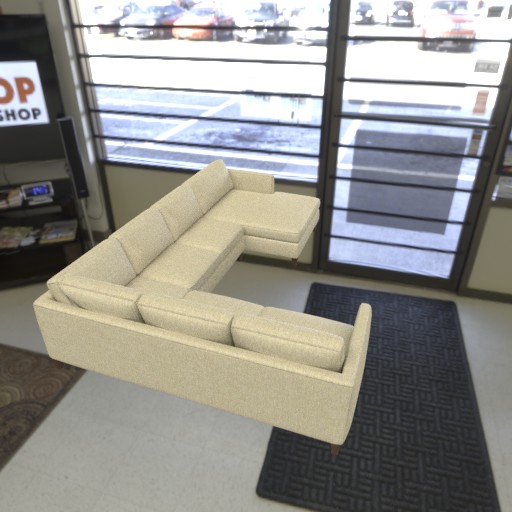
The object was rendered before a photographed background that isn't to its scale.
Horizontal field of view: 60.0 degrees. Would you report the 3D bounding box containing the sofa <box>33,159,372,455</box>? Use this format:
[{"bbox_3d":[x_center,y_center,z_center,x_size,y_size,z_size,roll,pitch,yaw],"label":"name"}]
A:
[{"bbox_3d":[0.000,0.000,4.573,2.551,0.889,3.403,10,32,17],"label":"sofa"}]
